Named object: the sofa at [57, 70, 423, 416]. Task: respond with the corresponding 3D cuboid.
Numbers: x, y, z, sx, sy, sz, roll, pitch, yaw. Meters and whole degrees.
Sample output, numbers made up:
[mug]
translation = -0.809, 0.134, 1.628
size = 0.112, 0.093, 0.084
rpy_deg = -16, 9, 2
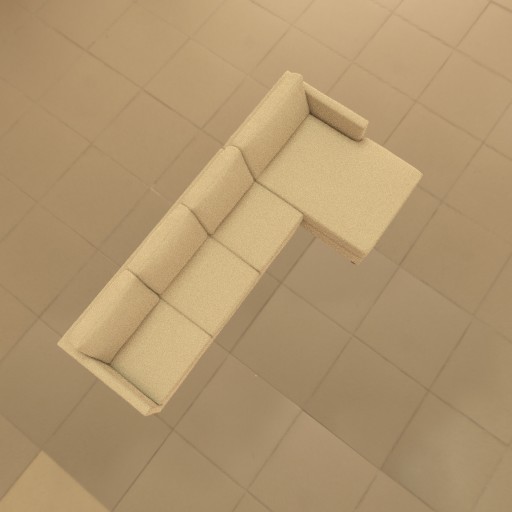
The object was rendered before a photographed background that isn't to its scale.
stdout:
[sofa]
translation = 0.000, 0.000, 3.963
size = 1.625, 0.861, 3.186
rpy_deg = 35, 78, 9
